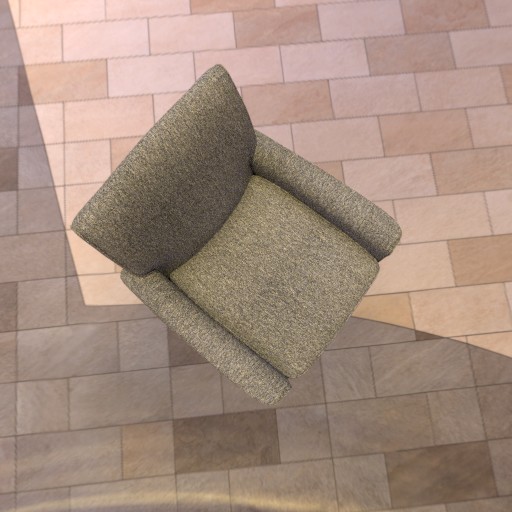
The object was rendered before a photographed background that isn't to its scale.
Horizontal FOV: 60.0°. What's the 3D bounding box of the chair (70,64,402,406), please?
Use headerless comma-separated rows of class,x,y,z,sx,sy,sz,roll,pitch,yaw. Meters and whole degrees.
chair,0.000,0.000,1.720,0.864,1.014,0.848,38,81,7
